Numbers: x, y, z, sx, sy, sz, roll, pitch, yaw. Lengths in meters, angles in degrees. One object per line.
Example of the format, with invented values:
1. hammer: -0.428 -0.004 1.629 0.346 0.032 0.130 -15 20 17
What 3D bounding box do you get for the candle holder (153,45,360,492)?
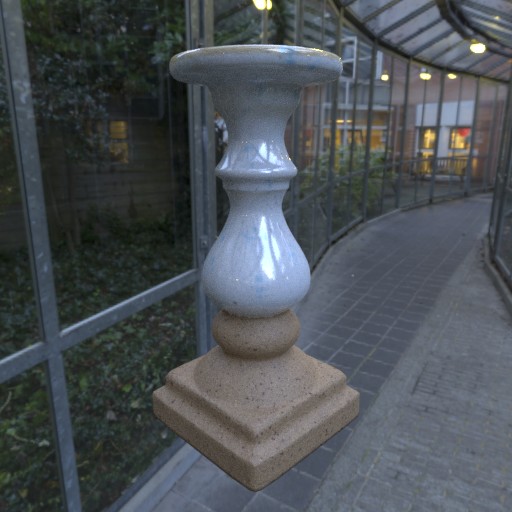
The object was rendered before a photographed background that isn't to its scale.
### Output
1. candle holder: 0.000 0.000 0.293 0.110 0.239 0.110 -14 20 -43
